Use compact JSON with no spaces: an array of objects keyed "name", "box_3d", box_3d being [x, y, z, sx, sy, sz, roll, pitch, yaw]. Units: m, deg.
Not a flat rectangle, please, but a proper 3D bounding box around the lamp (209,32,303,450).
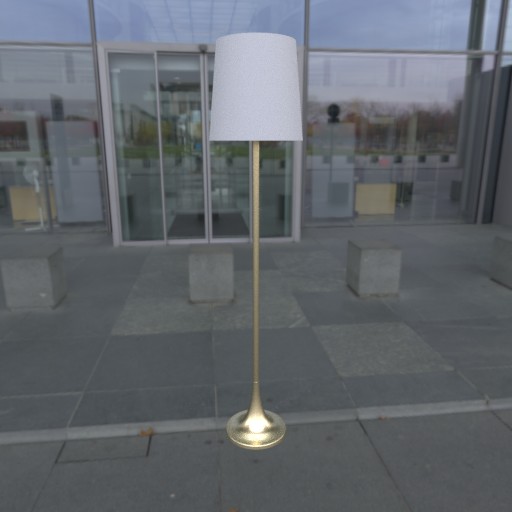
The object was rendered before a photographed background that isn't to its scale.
[{"name":"lamp","box_3d":[0.000,0.000,1.715,0.337,1.543,0.337,0,15,0]}]
